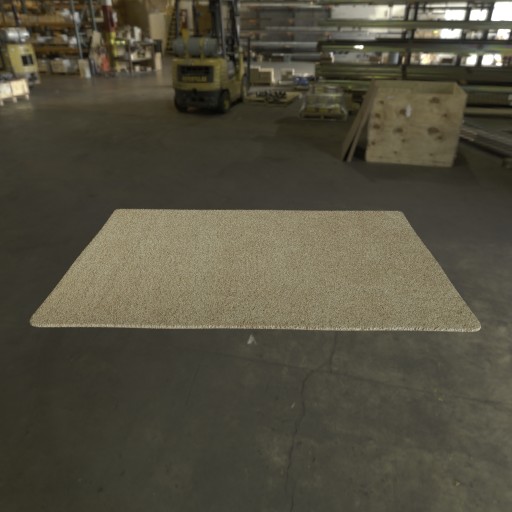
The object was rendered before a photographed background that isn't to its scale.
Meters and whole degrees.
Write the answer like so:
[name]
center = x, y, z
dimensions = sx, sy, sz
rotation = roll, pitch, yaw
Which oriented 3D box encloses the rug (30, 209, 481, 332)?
[rug]
center = 0.000, 0.000, 3.400
dimensions = 2.700, 0.024, 1.801
rotation = 0, 28, 1
